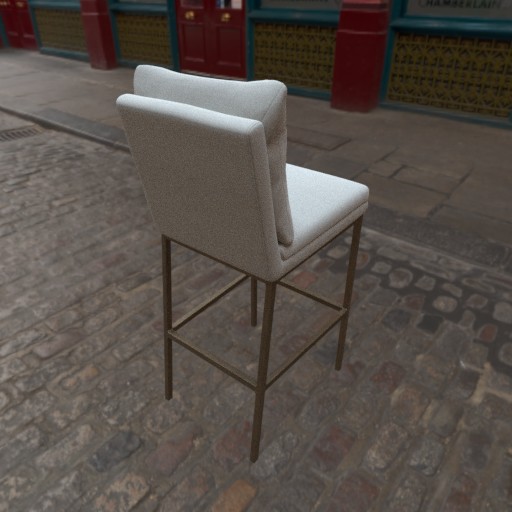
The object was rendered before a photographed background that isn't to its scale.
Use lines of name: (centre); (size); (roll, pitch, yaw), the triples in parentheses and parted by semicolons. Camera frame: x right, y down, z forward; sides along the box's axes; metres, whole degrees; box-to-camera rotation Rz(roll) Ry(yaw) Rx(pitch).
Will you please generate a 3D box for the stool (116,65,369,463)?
stool: (0.000, 0.000, 1.395); (0.463, 1.125, 0.572); (22, 37, 32)
